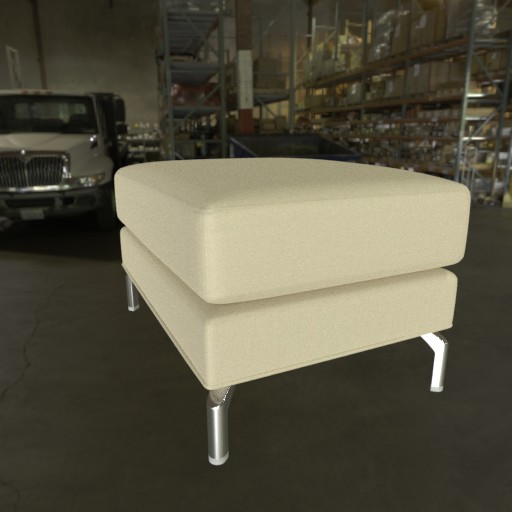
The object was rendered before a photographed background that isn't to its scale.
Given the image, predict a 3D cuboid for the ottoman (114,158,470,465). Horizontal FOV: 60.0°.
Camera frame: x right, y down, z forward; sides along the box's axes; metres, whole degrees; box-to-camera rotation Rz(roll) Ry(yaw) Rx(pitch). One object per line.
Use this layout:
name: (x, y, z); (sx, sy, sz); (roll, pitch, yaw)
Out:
ottoman: (0.000, 0.000, 1.172); (0.581, 0.497, 0.835); (-8, 17, -25)
